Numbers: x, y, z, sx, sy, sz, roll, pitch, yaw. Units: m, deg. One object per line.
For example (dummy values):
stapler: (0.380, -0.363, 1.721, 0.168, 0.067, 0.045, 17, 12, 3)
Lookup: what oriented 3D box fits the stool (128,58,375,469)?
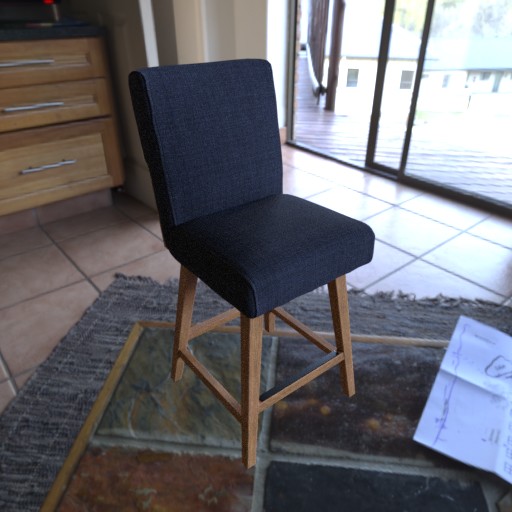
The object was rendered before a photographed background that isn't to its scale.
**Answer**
stool: (0.000, 0.000, 1.304, 0.459, 1.010, 0.526, -21, 36, -32)
